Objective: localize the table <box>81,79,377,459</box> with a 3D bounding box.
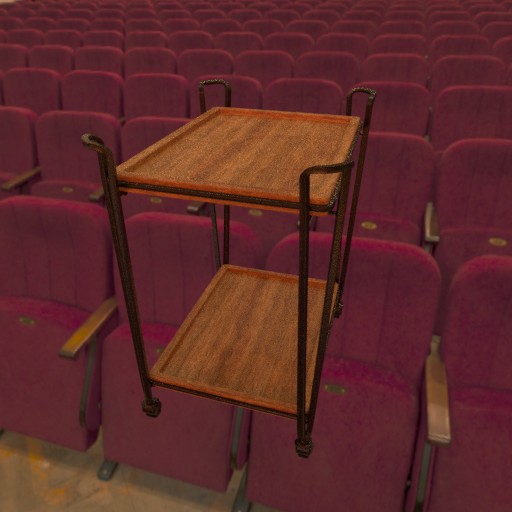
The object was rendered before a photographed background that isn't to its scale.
[{"bbox_3d":[0.000,0.000,1.212,0.505,0.785,0.672,9,32,14],"label":"table"}]
